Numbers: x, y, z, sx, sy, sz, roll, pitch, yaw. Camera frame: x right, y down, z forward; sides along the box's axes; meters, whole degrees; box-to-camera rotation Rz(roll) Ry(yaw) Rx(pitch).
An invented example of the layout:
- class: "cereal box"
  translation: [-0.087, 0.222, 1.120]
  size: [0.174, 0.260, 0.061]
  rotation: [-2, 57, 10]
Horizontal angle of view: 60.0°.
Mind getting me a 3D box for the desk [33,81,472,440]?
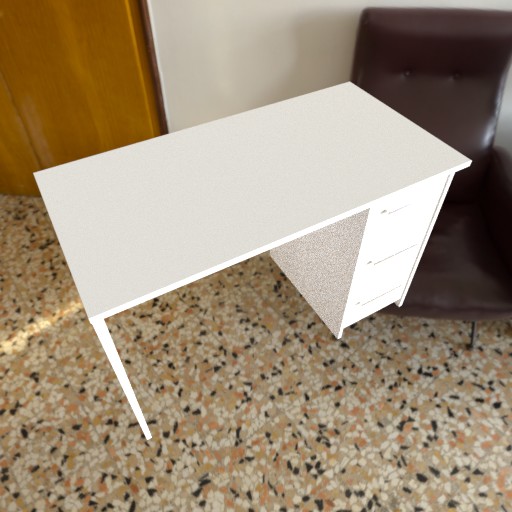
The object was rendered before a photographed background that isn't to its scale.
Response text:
- class: "desk"
  translation: [0.000, 0.000, 1.511]
  size: [1.097, 0.735, 0.560]
  rotation: [-23, 51, -20]
